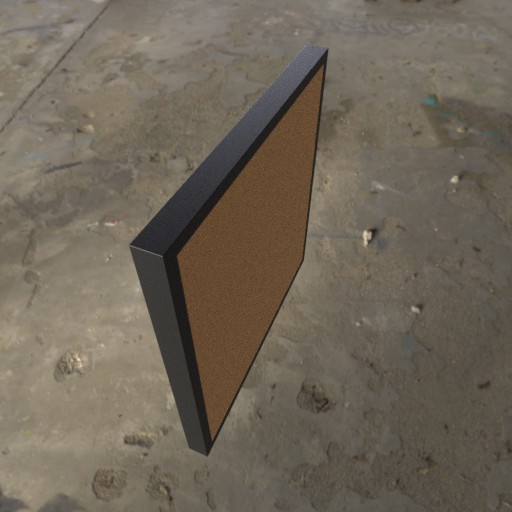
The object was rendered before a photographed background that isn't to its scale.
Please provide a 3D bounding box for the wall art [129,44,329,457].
[{"bbox_3d":[0.000,0.000,0.748,0.037,0.506,0.506,18,49,16],"label":"wall art"}]
